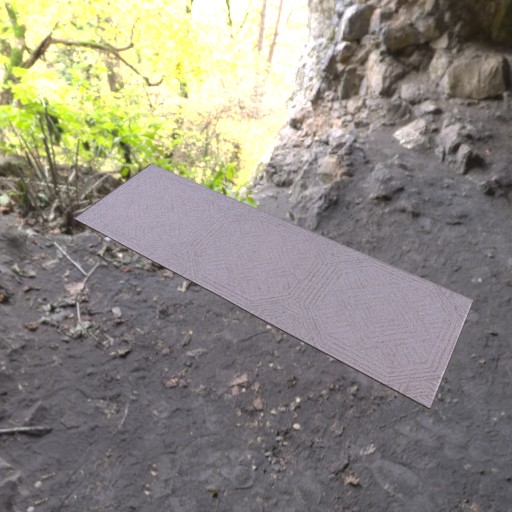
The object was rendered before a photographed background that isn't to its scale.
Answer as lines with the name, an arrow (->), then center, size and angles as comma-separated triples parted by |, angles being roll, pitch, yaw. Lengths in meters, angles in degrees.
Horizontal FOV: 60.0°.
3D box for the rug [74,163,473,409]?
rug -> 0.000, 0.000, 2.758 | 2.452, 0.012, 0.775 | 25, 51, 22
